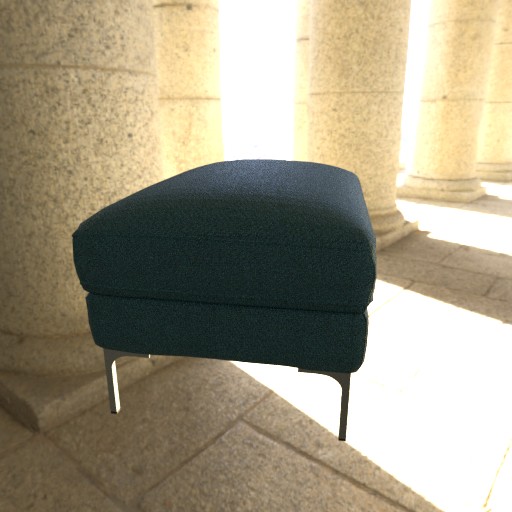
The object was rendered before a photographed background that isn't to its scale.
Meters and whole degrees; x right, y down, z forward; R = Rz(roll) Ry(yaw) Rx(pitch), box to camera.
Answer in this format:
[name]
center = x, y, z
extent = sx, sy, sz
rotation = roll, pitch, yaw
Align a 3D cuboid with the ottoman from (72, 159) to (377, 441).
[ottoman]
center = 0.000, 0.000, 1.205
extent = 0.563, 0.498, 0.856
rotation = 3, 18, 10
